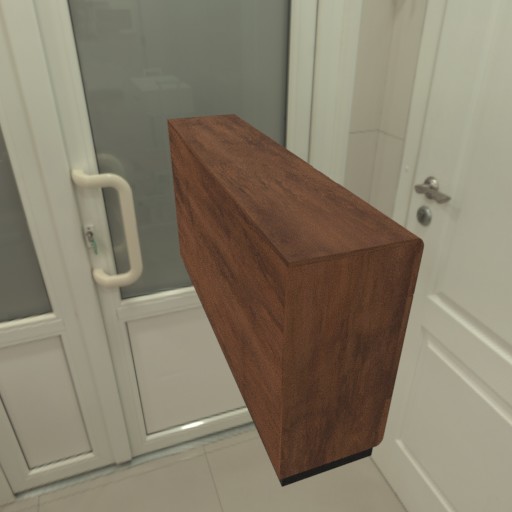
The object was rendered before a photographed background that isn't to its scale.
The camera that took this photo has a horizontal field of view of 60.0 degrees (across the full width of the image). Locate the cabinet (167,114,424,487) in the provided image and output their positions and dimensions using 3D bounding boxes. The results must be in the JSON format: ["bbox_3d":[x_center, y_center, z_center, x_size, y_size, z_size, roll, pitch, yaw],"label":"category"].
[{"bbox_3d":[0.000,0.000,1.988,0.420,0.900,1.600,-10,31,-17],"label":"cabinet"}]
